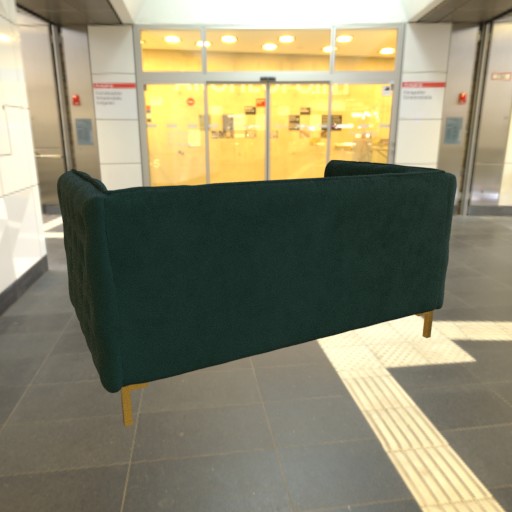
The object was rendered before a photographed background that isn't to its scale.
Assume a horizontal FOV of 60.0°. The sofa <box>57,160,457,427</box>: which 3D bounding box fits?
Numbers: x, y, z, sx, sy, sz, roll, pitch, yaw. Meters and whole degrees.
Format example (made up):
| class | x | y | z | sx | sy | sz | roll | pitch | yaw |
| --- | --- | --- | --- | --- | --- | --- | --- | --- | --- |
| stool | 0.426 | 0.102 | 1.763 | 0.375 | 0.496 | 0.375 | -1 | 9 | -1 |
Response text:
| class | x | y | z | sx | sy | sz | roll | pitch | yaw |
| --- | --- | --- | --- | --- | --- | --- | --- | --- | --- |
| sofa | 0.000 | 0.000 | 2.062 | 1.583 | 0.810 | 0.909 | -8 | 17 | -27 |
